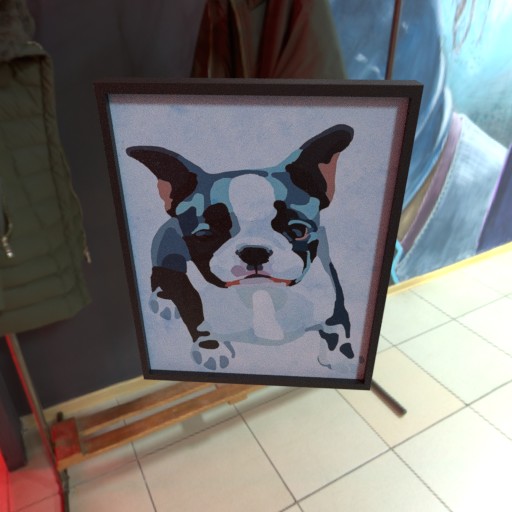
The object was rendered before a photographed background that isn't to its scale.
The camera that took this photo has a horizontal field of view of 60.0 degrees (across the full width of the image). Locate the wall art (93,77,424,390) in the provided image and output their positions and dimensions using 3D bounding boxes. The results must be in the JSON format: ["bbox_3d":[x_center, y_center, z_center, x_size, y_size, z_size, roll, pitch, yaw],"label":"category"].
[{"bbox_3d":[0.000,0.000,0.497,0.294,0.369,0.030,2,30,3],"label":"wall art"}]
